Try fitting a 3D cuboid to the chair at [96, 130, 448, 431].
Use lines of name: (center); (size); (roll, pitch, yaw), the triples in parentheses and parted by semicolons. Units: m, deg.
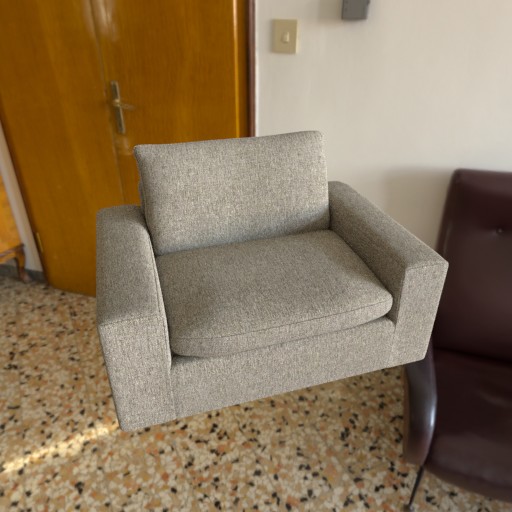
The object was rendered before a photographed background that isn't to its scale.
chair: (0.000, 0.000, 2.071); (1.398, 0.915, 1.039); (-9, 31, -15)
